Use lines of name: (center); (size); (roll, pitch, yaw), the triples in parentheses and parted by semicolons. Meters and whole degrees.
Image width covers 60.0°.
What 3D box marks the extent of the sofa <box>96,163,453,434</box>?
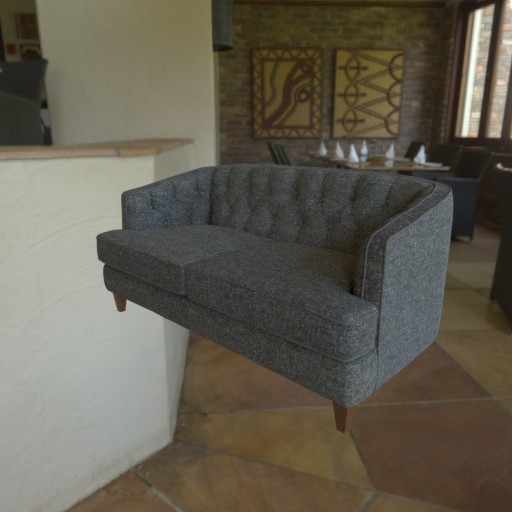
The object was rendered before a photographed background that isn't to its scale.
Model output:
sofa: (0.000, 0.000, 2.265); (1.733, 0.855, 0.941); (15, 21, 43)
